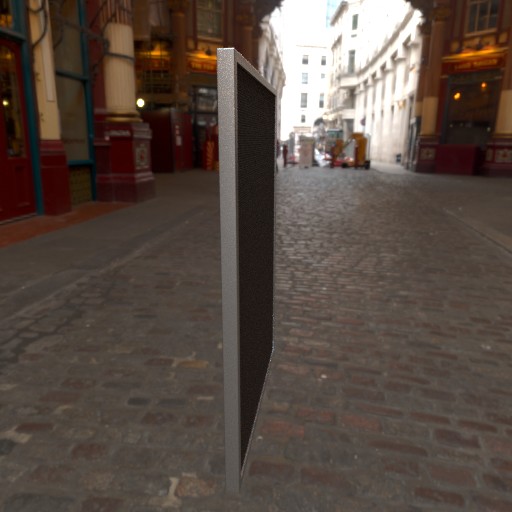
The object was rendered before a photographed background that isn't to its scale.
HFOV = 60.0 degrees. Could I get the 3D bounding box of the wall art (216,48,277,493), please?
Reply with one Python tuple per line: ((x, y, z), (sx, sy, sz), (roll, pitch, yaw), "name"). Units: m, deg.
((0.000, 0.000, 1.398), (0.037, 1.062, 0.801), (2, 15, 8), "wall art")
